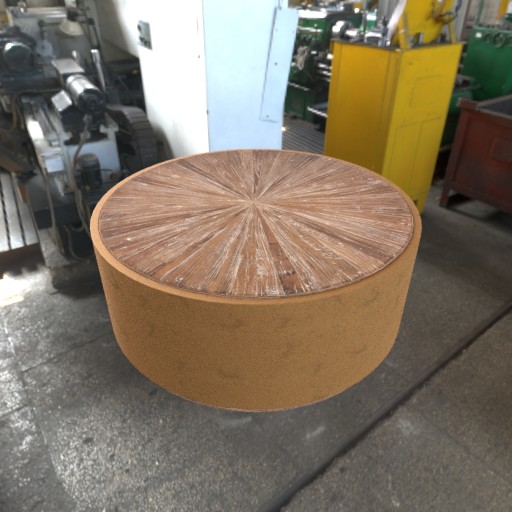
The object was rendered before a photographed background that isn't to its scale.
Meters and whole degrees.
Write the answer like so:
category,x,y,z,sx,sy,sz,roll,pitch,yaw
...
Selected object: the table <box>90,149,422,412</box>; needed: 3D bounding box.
category,x,y,z,sx,sy,sz,roll,pitch,yaw
table,0.000,0.000,1.510,1.001,0.409,1.001,0,33,0
